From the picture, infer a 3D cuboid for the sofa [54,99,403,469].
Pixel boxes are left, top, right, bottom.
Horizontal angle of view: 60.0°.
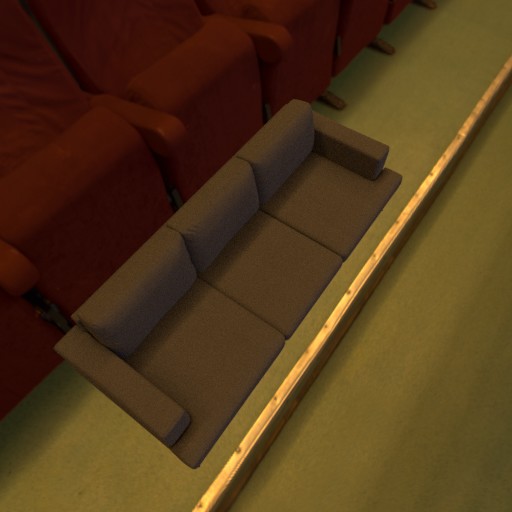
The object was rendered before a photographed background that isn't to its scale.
[{"bbox_3d":[0.000,0.000,2.752,0.920,0.810,2.310,32,64,18],"label":"sofa"}]
